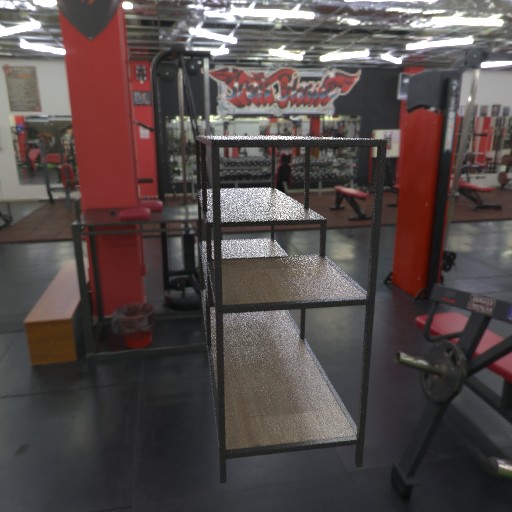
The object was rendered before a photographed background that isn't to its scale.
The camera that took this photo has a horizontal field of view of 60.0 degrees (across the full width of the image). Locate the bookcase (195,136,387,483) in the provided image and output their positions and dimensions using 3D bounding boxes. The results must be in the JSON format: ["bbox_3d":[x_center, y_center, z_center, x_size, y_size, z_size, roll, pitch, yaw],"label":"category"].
[{"bbox_3d":[0.000,0.000,1.502,0.350,0.780,1.140,-2,16,-9],"label":"bookcase"}]
